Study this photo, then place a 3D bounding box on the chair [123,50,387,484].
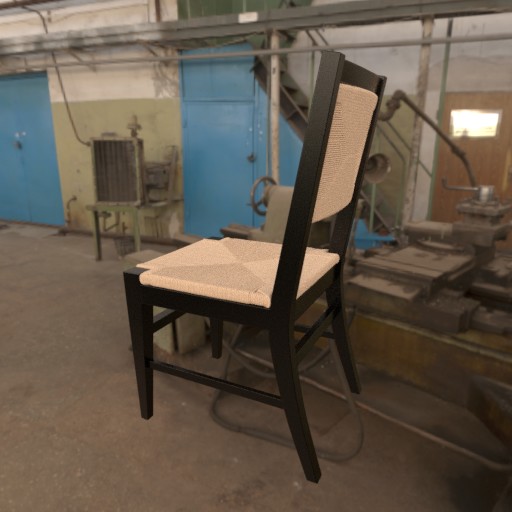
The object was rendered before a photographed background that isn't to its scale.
[{"bbox_3d":[0.000,0.000,1.197,0.552,0.927,0.437,8,18,25],"label":"chair"}]
